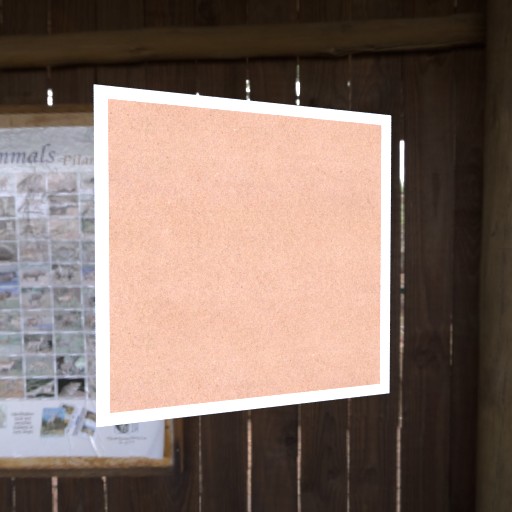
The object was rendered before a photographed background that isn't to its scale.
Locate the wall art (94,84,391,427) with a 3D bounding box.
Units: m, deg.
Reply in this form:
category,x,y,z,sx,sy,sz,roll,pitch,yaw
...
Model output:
category,x,y,z,sx,sy,sz,roll,pitch,yaw
wall art,0.000,0.000,1.116,0.760,0.760,0.036,0,1,-18
